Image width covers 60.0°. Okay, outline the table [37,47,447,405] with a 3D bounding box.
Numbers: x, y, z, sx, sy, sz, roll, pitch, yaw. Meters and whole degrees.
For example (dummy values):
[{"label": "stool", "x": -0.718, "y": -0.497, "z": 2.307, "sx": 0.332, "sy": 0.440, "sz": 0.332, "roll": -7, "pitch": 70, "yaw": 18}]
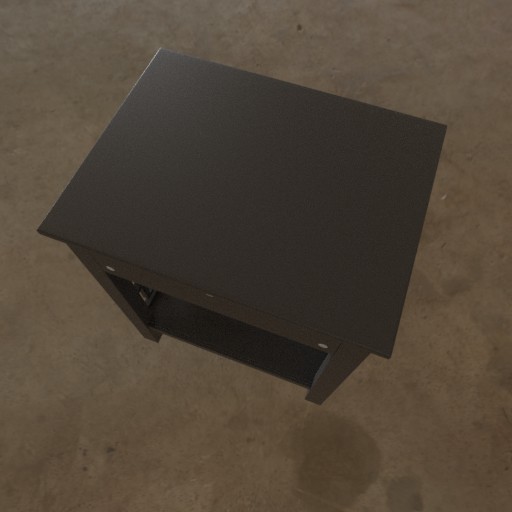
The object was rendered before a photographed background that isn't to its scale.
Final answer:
[{"label": "table", "x": 0.000, "y": 0.000, "z": 1.028, "sx": 0.564, "sy": 0.646, "sz": 0.451, "roll": 19, "pitch": 65, "yaw": 9}]
